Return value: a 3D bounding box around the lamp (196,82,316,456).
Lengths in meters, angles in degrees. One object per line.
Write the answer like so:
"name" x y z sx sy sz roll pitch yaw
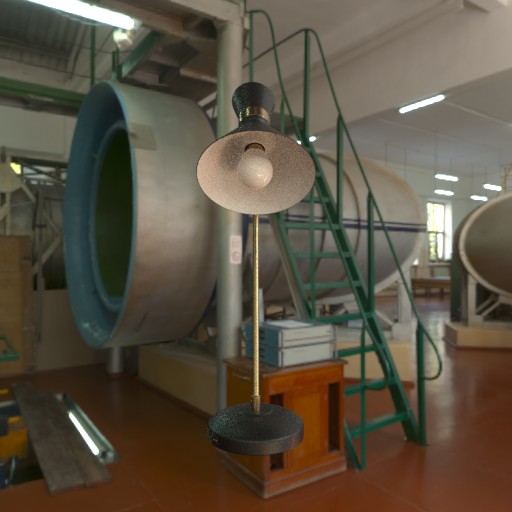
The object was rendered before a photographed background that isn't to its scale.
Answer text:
"lamp" 0.000 0.000 0.770 0.189 0.647 0.292 0 0 0
